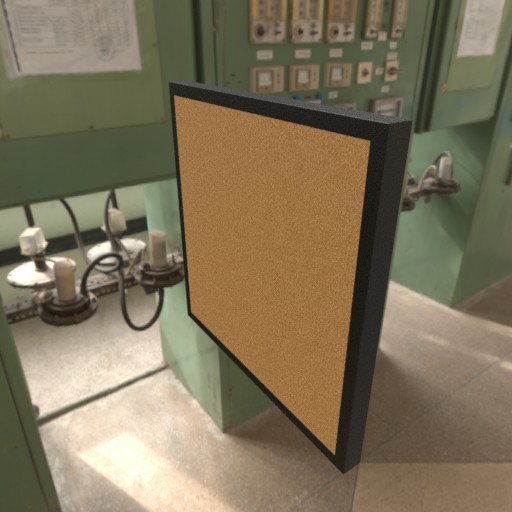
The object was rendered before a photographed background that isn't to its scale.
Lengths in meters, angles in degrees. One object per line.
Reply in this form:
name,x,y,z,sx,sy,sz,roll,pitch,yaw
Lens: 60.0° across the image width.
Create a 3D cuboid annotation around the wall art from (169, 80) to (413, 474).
wall art,0.000,0.000,0.740,0.036,0.508,0.508,-17,31,-31
